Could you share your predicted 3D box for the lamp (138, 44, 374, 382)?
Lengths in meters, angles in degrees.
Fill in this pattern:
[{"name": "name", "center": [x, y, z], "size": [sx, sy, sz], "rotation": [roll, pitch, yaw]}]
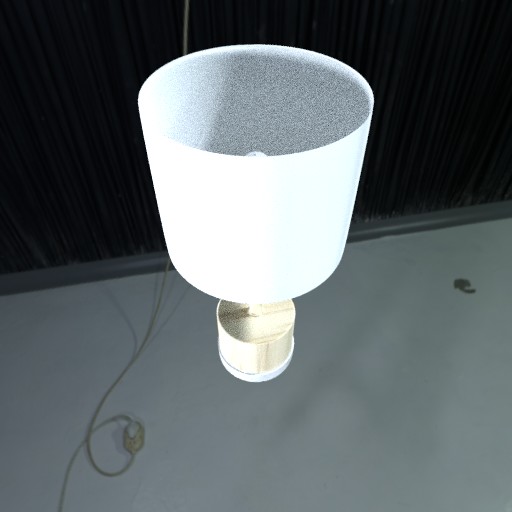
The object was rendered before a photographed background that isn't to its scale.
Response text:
[{"name": "lamp", "center": [0.000, 0.000, 0.604], "size": [0.229, 0.470, 0.229], "rotation": [-10, 47, -9]}]
